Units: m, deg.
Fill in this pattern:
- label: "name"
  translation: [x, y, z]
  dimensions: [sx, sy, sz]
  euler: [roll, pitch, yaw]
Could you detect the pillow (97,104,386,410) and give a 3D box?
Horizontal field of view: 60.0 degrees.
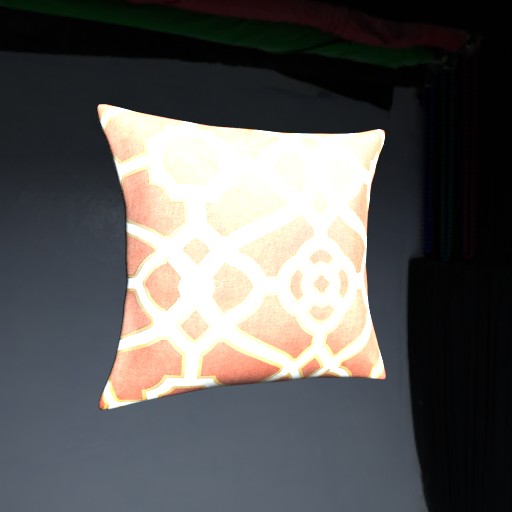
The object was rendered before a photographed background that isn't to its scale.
- label: "pillow"
  translation: [0.000, 0.000, 0.819]
  dimensions: [0.552, 0.508, 0.166]
  euler: [0, 1, -18]
